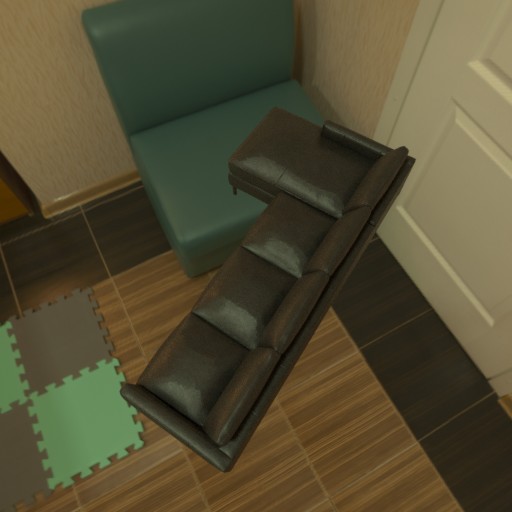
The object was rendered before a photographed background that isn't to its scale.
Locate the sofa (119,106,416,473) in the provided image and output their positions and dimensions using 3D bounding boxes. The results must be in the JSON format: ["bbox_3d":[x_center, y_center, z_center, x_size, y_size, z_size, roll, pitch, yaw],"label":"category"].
[{"bbox_3d":[0.000,0.000,3.726,1.471,0.859,2.993,30,67,14],"label":"sofa"}]
